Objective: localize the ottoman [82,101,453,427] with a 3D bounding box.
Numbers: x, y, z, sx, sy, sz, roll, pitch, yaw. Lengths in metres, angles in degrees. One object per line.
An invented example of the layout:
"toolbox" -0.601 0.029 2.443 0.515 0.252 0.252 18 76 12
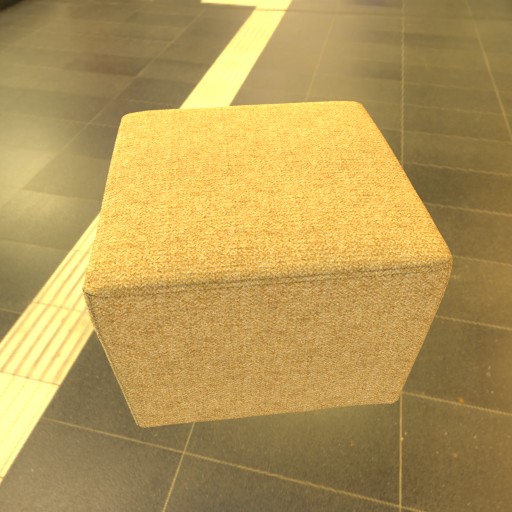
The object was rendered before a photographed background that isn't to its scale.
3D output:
"ottoman" 0.000 0.000 0.888 0.512 0.441 0.505 -4 45 -4
